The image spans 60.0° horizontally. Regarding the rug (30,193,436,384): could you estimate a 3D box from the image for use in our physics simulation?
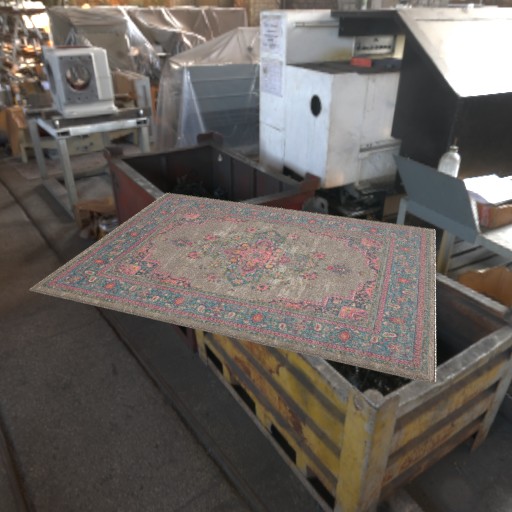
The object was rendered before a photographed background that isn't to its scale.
[{"bbox_3d":[0.000,0.000,2.896,2.214,0.013,1.609,10,31,17],"label":"rug"}]
